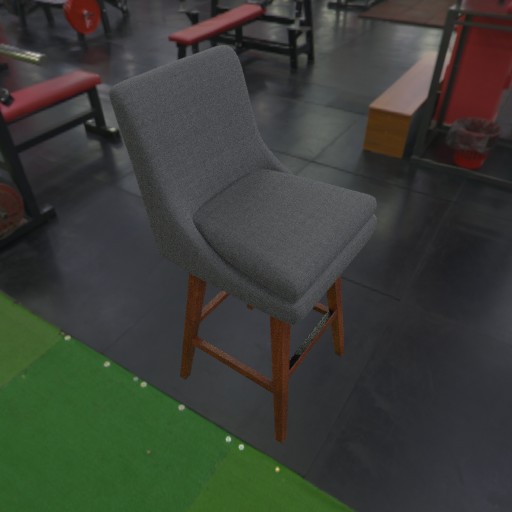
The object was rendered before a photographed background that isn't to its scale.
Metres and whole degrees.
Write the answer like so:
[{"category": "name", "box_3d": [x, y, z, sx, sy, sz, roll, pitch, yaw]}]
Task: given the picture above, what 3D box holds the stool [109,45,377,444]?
[{"category": "stool", "box_3d": [0.000, 0.000, 1.261, 0.524, 0.977, 0.447, 25, 46, 26]}]
